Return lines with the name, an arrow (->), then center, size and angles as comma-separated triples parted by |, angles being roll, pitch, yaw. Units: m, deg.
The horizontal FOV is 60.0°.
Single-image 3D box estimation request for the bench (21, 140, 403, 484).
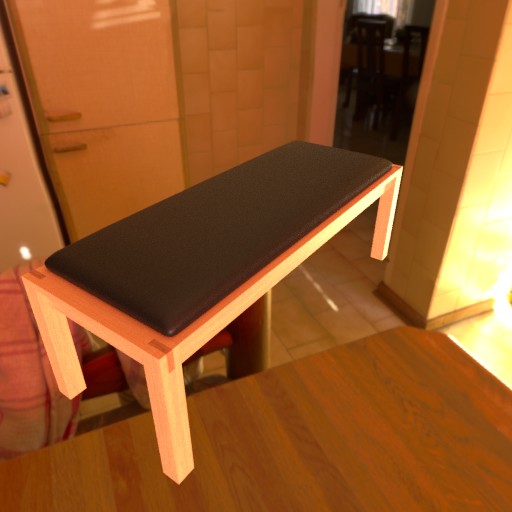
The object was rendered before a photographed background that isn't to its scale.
bench -> 0.000, 0.000, 1.397 | 0.450, 0.430, 1.202 | 21, 37, 30
